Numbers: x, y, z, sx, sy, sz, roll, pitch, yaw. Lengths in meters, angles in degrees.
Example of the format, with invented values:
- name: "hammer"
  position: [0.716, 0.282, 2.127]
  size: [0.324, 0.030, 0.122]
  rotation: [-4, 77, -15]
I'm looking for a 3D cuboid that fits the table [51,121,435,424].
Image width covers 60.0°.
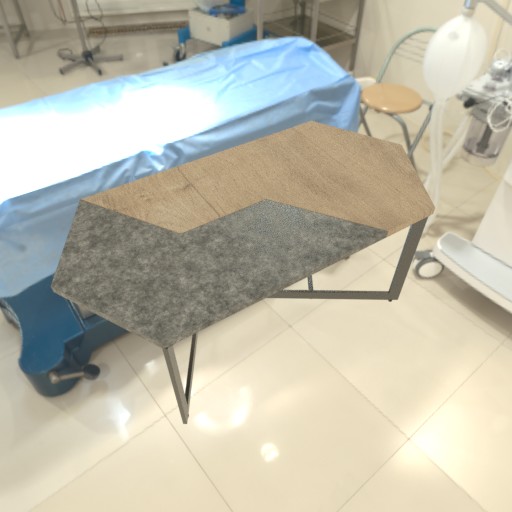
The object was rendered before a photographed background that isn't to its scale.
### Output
- name: "table"
  position: [0.000, 0.000, 1.502]
  size: [1.219, 0.457, 0.609]
  rotation: [-24, 51, -22]
